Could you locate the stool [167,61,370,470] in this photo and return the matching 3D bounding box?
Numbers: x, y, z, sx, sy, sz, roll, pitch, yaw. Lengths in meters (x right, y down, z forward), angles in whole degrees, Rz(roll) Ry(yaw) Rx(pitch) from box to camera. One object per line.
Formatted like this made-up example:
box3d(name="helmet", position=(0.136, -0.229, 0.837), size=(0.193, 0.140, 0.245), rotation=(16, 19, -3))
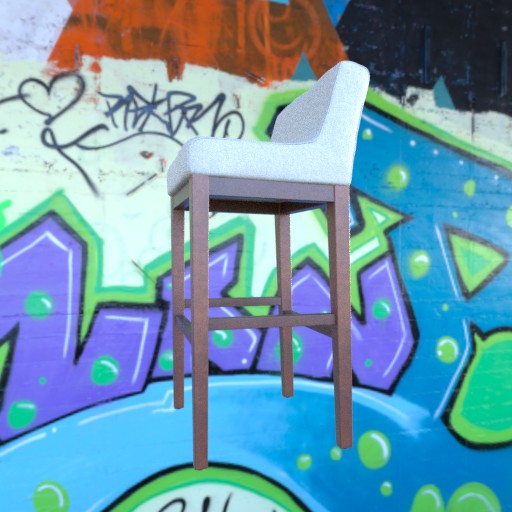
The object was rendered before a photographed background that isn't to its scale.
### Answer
box3d(name="stool", position=(0.000, 0.000, 1.350), size=(0.500, 1.037, 0.511), rotation=(0, 1, -17))
